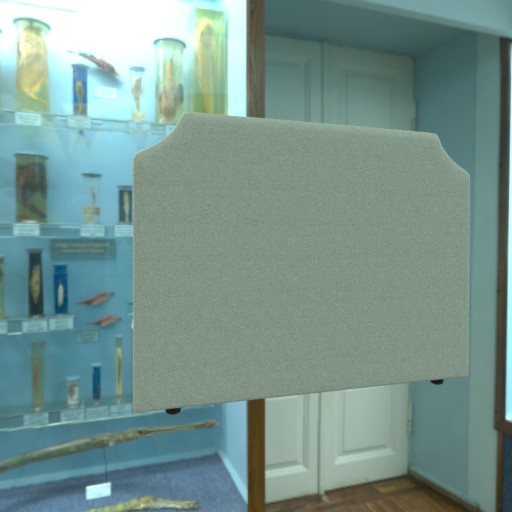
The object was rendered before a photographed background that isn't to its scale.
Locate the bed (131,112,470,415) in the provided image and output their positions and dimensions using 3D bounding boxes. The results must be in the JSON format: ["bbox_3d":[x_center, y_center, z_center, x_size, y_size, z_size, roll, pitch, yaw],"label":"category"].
[{"bbox_3d":[0.000,0.000,3.048,1.693,1.290,2.116,-1,2,-17],"label":"bed"}]
